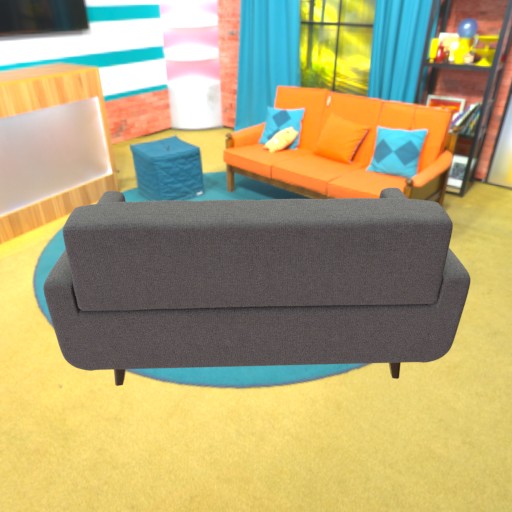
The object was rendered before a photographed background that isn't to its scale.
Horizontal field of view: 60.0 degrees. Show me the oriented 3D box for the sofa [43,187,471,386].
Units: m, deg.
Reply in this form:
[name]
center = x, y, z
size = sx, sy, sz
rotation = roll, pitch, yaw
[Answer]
[sofa]
center = 0.000, 0.000, 2.124
size = 1.631, 0.841, 0.909
rotation = -1, 31, -2
